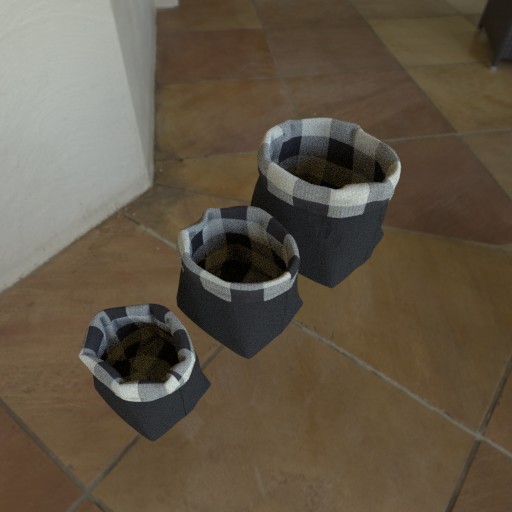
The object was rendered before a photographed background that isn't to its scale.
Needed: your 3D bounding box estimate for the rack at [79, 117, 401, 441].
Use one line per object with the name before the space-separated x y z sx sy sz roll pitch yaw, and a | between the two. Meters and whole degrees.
rack | 0.000 0.000 1.073 0.370 0.329 0.889 32 55 26
